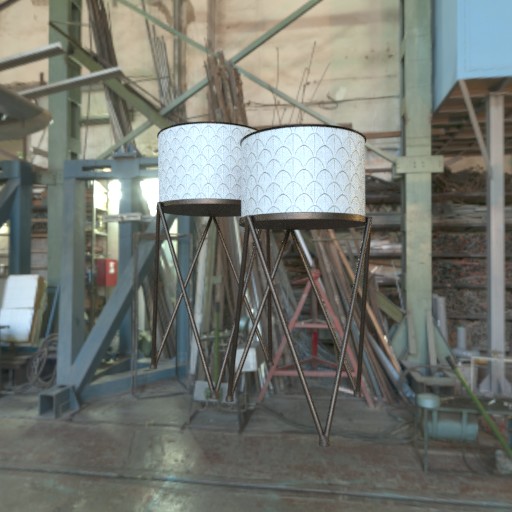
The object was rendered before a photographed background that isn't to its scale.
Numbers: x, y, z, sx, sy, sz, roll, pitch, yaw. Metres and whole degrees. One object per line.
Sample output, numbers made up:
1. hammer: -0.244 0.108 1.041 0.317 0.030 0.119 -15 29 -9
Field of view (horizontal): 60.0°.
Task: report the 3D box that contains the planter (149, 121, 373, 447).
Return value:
1. planter: 0.000 0.000 1.201 0.413 0.712 0.769 0 -1 -36
